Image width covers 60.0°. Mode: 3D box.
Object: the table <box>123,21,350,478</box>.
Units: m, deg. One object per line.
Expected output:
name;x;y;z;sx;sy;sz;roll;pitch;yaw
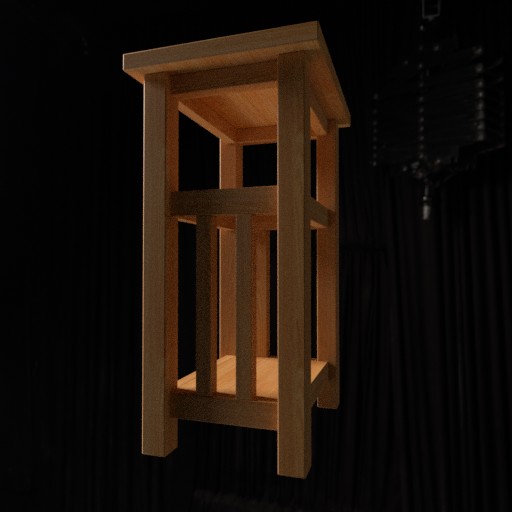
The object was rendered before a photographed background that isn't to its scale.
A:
table;0.000;0.000;0.727;0.270;0.550;0.350;0;-1;18
